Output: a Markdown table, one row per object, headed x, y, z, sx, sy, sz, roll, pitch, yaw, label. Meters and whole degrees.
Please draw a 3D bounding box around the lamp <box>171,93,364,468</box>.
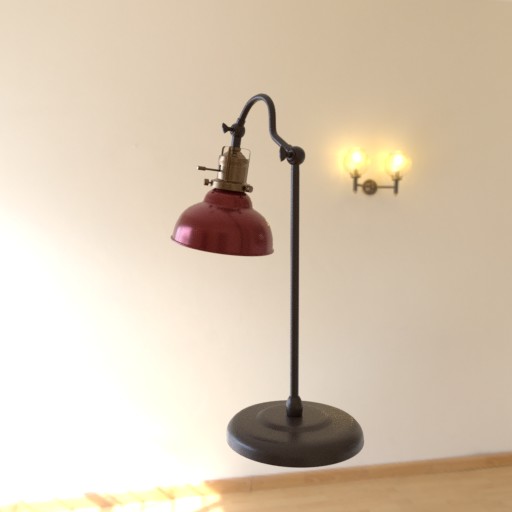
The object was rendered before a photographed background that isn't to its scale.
| x | y | z | sx | sy | sz | roll | pitch | yaw | label |
| --- | --- | --- | --- | --- | --- | --- | --- | --- | --- |
| 0.000 | 0.000 | 0.700 | 0.192 | 0.508 | 0.374 | 0 | 0 | -36 | lamp |
